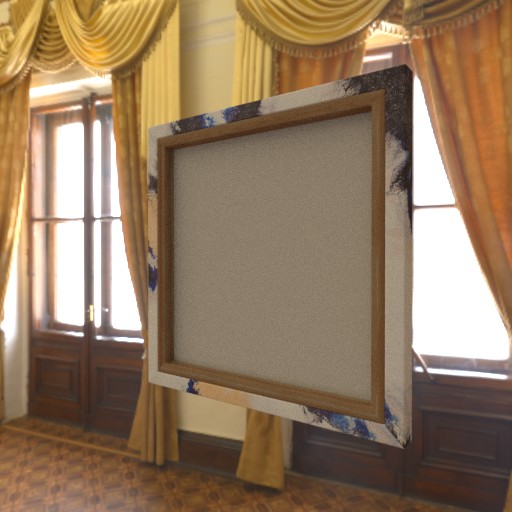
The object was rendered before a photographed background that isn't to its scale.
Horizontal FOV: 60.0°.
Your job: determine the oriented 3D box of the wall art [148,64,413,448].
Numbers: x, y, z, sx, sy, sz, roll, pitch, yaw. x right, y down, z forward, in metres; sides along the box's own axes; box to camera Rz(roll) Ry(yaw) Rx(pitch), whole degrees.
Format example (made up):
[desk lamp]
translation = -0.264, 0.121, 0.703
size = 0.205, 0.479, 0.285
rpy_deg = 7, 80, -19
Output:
[wall art]
translation = 0.000, 0.000, 0.892
size = 0.609, 0.609, 0.039
rpy_deg = 0, 1, 36
